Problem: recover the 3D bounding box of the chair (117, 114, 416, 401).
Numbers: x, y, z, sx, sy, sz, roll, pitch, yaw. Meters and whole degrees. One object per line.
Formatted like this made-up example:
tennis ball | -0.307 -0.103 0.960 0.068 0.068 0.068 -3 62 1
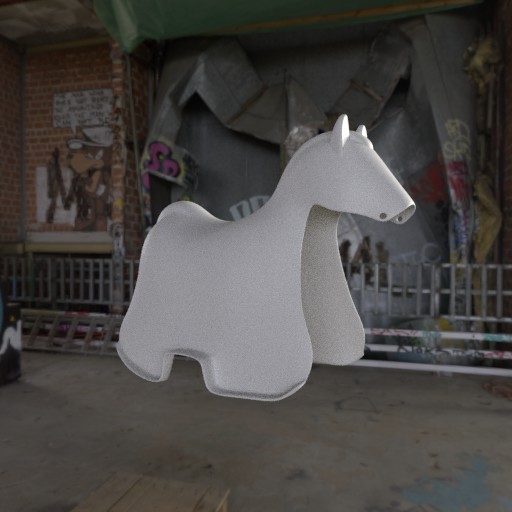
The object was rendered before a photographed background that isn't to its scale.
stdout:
chair | 0.000 0.000 1.149 0.800 0.612 0.429 1 1 36
